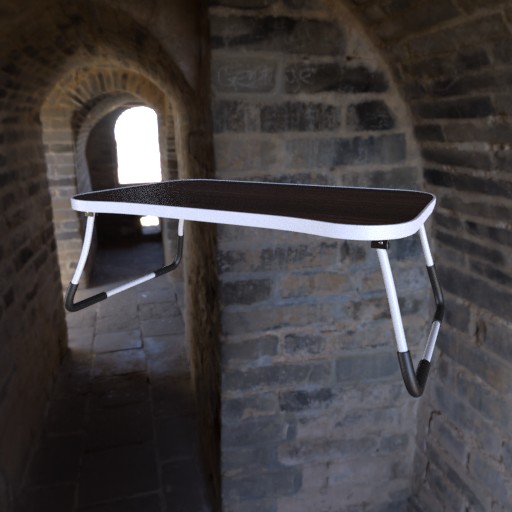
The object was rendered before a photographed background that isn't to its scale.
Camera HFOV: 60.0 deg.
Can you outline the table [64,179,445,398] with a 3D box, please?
[{"bbox_3d":[0.000,0.000,0.839,0.660,0.232,0.400,8,17,26],"label":"table"}]
